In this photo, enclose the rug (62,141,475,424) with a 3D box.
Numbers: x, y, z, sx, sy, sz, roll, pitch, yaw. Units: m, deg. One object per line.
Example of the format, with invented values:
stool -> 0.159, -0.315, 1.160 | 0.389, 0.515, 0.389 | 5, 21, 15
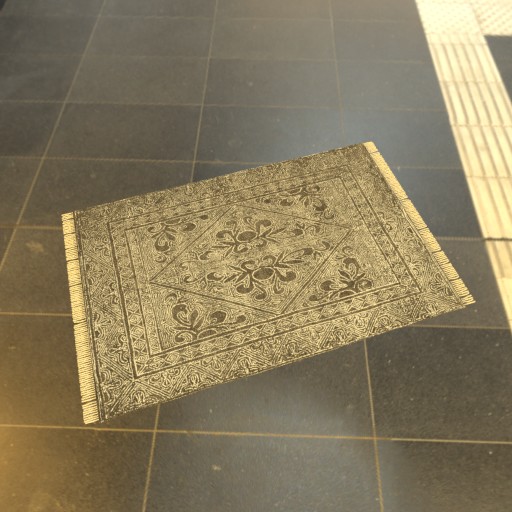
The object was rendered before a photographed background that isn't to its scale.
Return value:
rug -> 0.000, 0.000, 2.987 | 2.440, 0.010, 1.529 | -15, 59, -9
